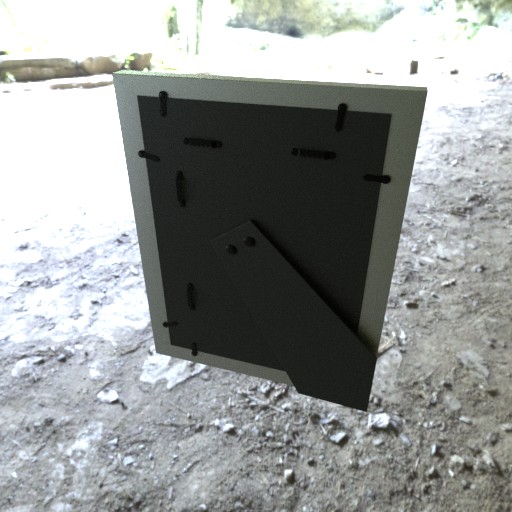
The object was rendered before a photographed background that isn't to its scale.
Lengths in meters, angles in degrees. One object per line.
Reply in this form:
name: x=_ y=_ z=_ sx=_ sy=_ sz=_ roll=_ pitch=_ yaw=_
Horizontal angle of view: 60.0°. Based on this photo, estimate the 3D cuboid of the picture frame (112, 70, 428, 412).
picture frame: x=0.000 y=0.000 z=0.517 sx=0.307 sy=0.386 sz=0.036 roll=9 pitch=32 yaw=15
